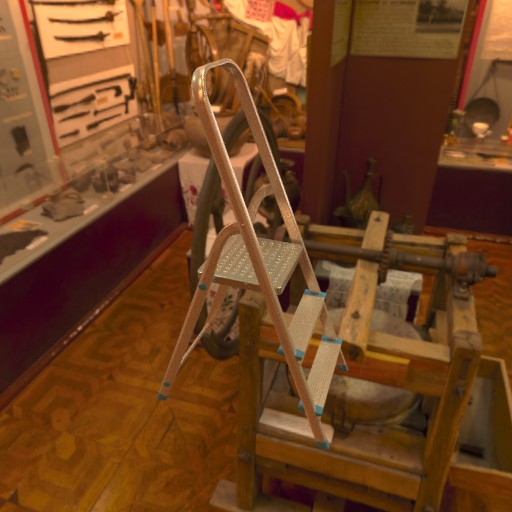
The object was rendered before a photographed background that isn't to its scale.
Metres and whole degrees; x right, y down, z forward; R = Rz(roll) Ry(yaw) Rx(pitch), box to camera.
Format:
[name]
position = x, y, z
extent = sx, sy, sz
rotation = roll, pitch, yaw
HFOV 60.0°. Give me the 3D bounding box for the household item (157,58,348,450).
[household item]
position = 0.000, 0.000, 1.510
extent = 0.687, 1.215, 0.420
rotation = 10, 32, 17
